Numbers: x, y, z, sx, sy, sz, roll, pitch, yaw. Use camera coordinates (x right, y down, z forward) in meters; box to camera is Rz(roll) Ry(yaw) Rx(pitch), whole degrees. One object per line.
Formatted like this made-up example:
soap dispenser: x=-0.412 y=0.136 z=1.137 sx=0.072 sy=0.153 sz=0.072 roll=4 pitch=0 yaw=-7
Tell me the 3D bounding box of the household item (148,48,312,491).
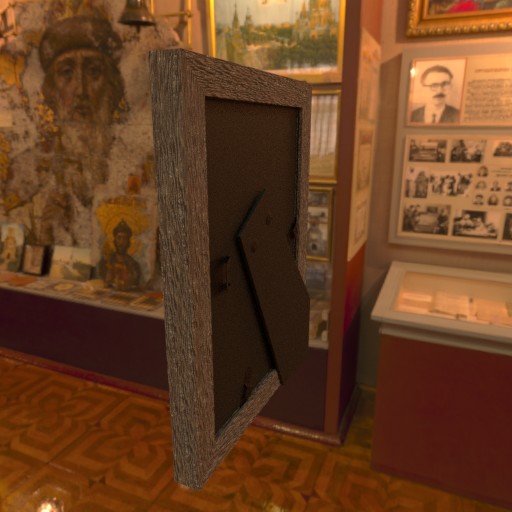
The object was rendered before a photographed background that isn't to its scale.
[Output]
household item: x=0.000 y=0.000 z=0.272 sx=0.020 sy=0.210 sz=0.160 roll=7 pitch=18 yaw=24
